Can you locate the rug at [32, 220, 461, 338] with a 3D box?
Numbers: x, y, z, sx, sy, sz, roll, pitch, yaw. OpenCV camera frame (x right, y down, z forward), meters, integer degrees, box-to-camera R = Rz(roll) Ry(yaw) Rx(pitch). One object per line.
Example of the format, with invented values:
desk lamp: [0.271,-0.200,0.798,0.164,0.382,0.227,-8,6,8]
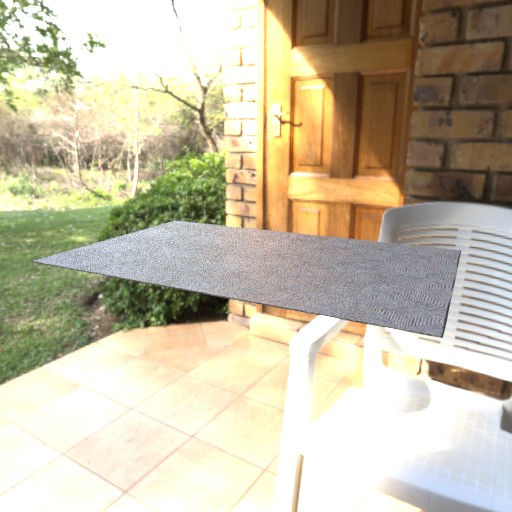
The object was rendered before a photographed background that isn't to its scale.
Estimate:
rug: [0.000,0.000,2.945,2.428,0.007,1.519,8,17,25]
